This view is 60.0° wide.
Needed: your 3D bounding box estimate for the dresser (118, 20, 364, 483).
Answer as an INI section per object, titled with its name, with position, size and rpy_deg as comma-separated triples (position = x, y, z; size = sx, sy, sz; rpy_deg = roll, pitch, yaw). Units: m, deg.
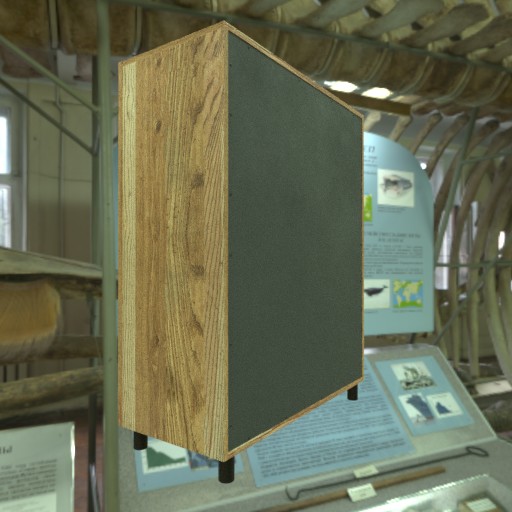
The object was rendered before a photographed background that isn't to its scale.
[dresser]
position = 0.000, 0.000, 1.702
size = 0.480, 1.243, 0.966
rpy_deg = 0, 0, 36
